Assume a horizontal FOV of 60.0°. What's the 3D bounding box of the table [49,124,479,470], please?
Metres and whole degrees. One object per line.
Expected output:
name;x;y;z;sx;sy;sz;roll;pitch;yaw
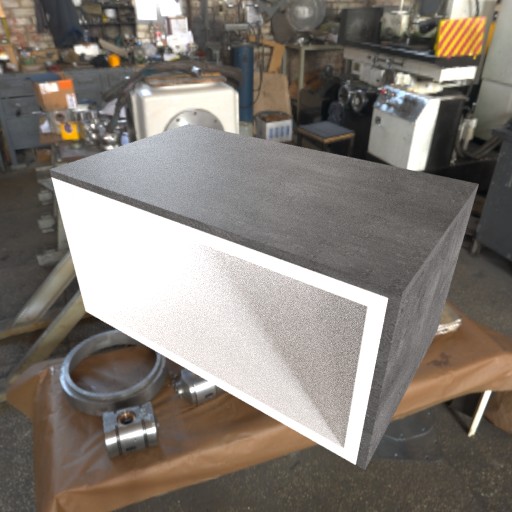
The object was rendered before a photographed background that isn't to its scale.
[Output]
table;0.000;0.000;0.921;0.700;0.350;0.400;20;37;29
